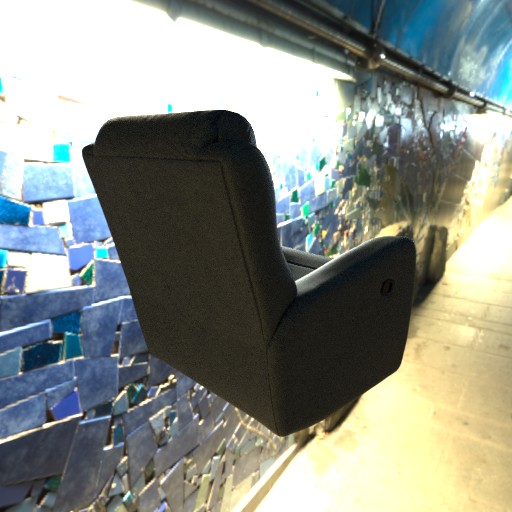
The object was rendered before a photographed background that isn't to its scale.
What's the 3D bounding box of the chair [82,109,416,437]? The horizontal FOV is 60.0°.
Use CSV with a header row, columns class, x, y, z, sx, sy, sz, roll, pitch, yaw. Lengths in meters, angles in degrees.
class,x,y,z,sx,sy,sz,roll,pitch,yaw
chair,0.000,0.000,1.865,1.068,1.116,0.965,-14,20,-42
